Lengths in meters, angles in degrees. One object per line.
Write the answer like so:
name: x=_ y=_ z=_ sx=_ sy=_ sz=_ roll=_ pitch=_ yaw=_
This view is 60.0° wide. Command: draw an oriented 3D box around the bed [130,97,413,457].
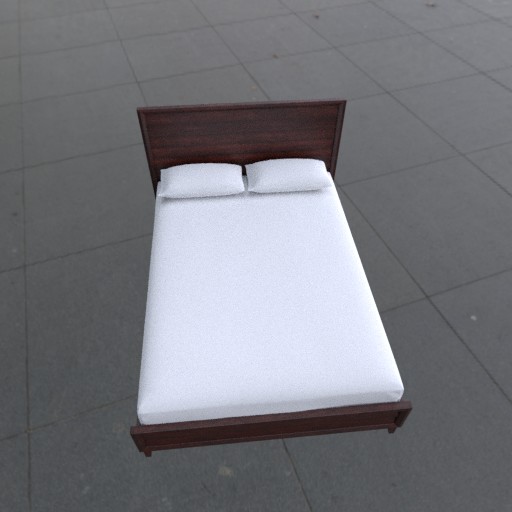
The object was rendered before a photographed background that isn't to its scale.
bed: x=0.000 y=0.000 z=3.945 sx=2.040 sy=1.492 sz=2.803 roll=-4 pitch=47 yaw=-4
